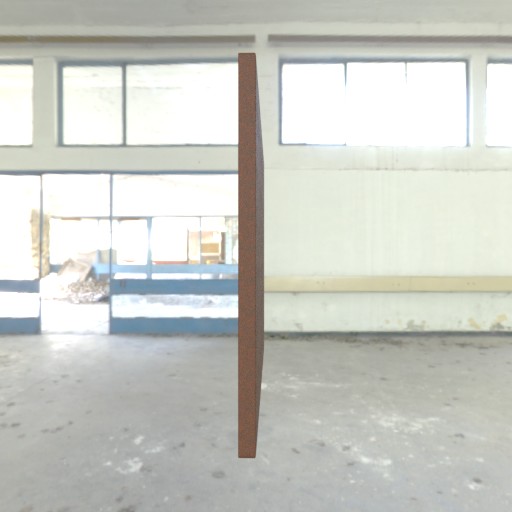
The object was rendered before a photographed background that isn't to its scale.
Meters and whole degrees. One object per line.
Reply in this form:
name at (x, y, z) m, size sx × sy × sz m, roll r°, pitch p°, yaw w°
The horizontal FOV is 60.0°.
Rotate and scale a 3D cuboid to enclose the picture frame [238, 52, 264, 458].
picture frame at (0.000, 0.000, 1.775) m, size 0.045 × 1.018 × 1.329 m, roll 0°, pitch 0°, yaw 2°
